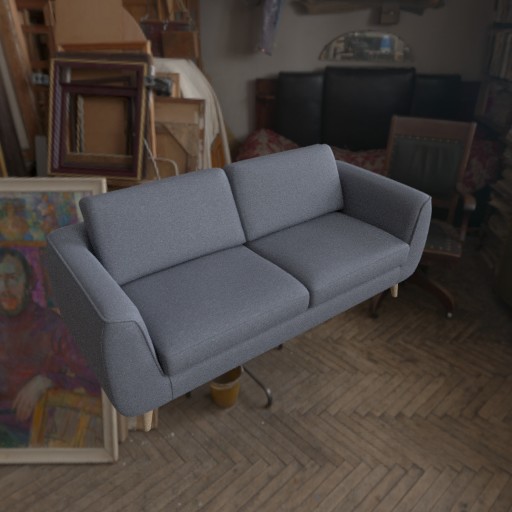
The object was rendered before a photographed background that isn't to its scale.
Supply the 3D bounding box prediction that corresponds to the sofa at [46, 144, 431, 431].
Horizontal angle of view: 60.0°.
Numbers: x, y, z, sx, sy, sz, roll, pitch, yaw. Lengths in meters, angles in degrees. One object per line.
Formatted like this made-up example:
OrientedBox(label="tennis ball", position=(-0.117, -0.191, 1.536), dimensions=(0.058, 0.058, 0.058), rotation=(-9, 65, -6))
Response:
OrientedBox(label="sofa", position=(0.000, 0.000, 2.491), dimensions=(2.000, 0.870, 0.920), rotation=(-20, 36, -31))
